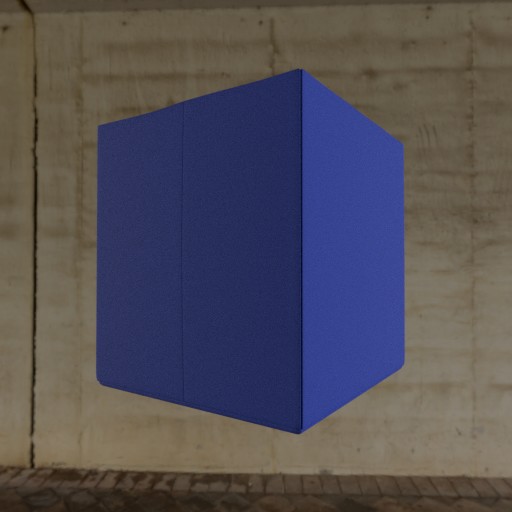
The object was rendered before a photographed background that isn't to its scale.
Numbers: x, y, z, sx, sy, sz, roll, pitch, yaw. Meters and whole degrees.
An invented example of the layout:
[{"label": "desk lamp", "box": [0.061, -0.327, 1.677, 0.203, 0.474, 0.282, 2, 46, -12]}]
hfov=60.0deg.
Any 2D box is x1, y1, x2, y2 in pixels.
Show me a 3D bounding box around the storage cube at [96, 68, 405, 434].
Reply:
[{"label": "storage cube", "box": [0.000, 0.000, 0.518, 0.270, 0.280, 0.270, -1, -1, 35]}]
